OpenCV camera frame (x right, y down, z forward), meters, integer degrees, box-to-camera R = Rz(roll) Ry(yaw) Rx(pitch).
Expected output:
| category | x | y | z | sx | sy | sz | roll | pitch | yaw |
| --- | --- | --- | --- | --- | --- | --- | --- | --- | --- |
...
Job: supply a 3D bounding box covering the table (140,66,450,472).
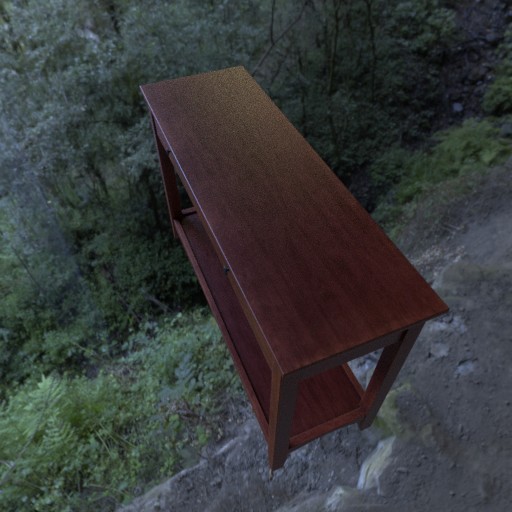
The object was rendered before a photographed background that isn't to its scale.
| category | x | y | z | sx | sy | sz | roll | pitch | yaw |
| --- | --- | --- | --- | --- | --- | --- | --- | --- | --- |
| table | 0.000 | 0.000 | 1.524 | 0.392 | 0.739 | 1.188 | -18 | 51 | -15 |
